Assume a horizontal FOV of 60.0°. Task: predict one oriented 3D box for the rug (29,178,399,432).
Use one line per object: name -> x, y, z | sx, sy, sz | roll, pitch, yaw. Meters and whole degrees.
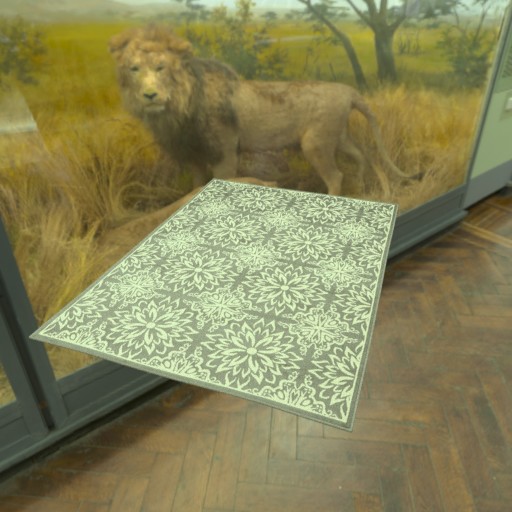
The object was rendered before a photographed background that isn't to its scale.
rug -> 0.000, 0.000, 2.857 | 1.608, 0.014, 2.213 | 11, 33, 17
